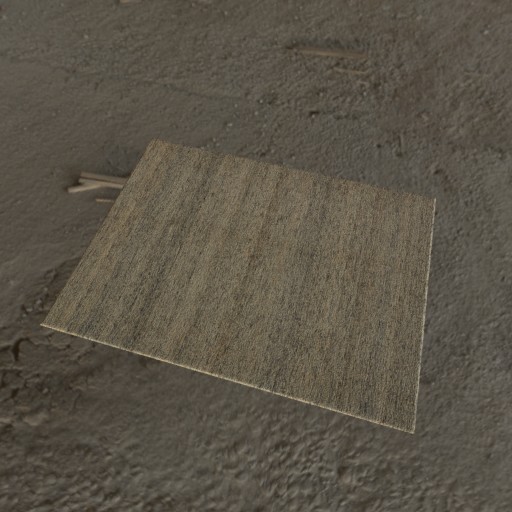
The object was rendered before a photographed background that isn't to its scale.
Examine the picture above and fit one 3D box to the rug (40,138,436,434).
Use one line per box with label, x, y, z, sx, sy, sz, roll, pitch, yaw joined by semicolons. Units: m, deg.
rug;0.000;0.000;4.230;3.199;0.036;2.414;14;58;9
